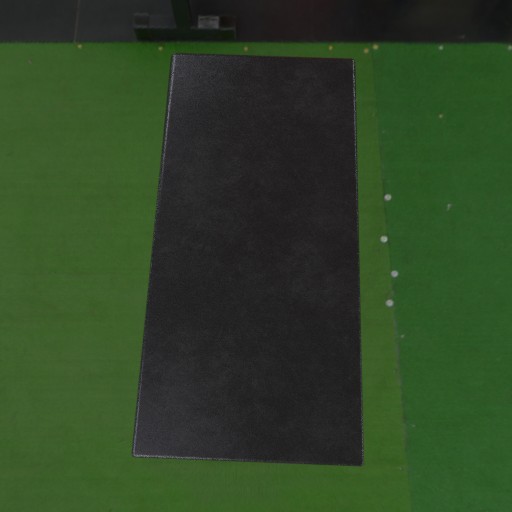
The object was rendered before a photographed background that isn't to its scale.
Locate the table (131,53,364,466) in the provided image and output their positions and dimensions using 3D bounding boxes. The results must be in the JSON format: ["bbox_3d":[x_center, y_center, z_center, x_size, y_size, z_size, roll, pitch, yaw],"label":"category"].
[{"bbox_3d":[0.000,0.000,1.463,0.580,0.487,1.171,2,75,1],"label":"table"}]
